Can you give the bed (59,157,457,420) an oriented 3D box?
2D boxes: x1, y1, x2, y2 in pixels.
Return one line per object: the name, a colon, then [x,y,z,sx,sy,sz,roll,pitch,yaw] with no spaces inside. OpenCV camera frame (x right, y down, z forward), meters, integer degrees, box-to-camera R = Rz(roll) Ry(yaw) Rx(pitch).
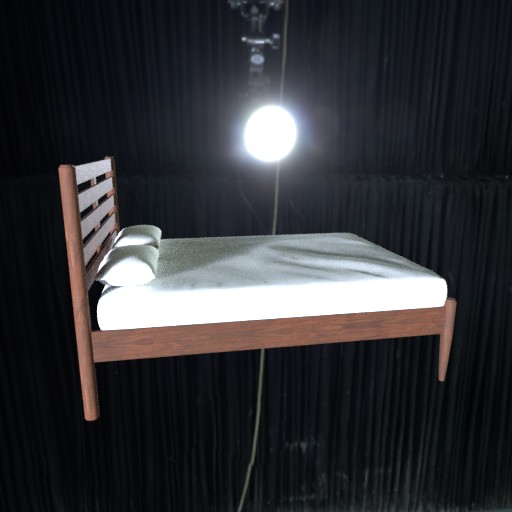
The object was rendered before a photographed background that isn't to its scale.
bed: [0.000,0.000,3.045,2.093,1.304,1.509,-3,14,-10]
